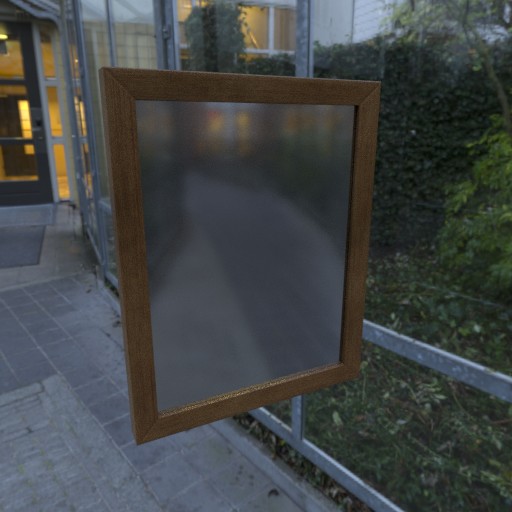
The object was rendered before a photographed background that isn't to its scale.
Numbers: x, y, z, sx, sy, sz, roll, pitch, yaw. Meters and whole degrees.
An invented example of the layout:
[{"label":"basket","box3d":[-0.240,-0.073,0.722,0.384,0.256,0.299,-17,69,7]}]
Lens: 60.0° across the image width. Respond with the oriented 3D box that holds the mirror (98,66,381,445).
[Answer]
[{"label":"mirror","box3d":[0.000,0.000,0.673,0.405,0.508,0.041,-8,18,-26]}]
